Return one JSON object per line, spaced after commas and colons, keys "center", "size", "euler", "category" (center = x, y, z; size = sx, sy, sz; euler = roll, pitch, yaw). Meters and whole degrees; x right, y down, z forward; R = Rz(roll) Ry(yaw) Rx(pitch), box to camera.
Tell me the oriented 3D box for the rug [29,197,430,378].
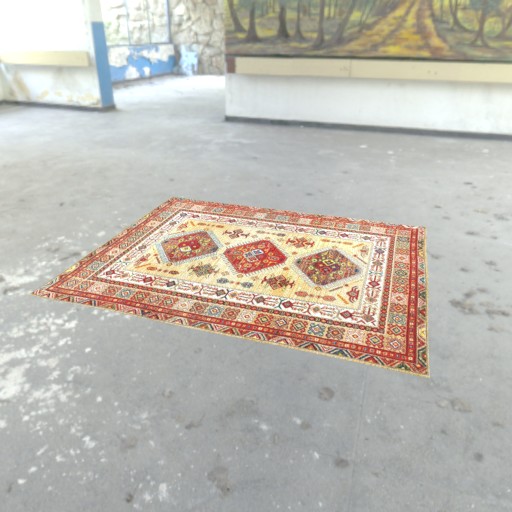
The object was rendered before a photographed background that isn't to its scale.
{"center": [0.000, 0.000, 4.180], "size": [3.067, 0.005, 2.460], "euler": [9, 28, 16], "category": "rug"}
